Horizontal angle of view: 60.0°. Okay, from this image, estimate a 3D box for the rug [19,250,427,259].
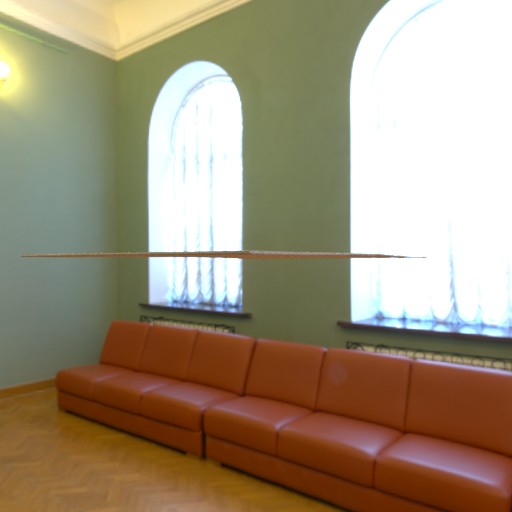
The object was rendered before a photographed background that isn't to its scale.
[{"bbox_3d":[0.000,0.000,2.969,1.609,0.030,2.342,-1,-1,36],"label":"rug"}]
